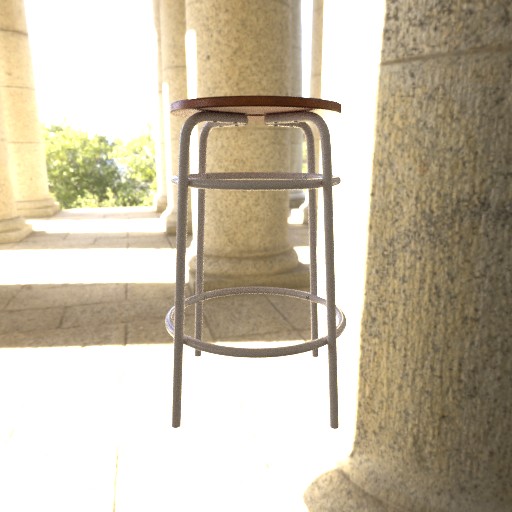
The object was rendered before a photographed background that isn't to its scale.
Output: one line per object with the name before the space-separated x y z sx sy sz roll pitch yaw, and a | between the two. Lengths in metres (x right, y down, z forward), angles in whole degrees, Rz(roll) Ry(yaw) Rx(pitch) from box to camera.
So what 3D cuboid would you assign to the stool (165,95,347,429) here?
stool | 0.000 0.000 0.946 0.455 0.610 0.455 -12 18 -43
